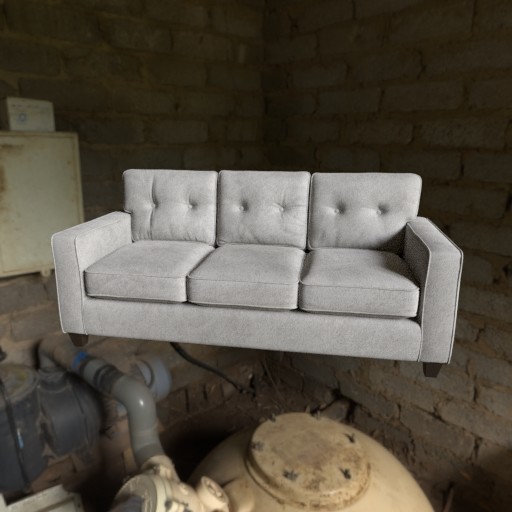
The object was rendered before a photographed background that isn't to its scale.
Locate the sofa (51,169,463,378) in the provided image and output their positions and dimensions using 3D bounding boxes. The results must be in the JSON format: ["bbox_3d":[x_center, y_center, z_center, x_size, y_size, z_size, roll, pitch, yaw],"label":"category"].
[{"bbox_3d":[0.000,0.000,2.680,2.133,0.965,0.939,3,16,10],"label":"sofa"}]
